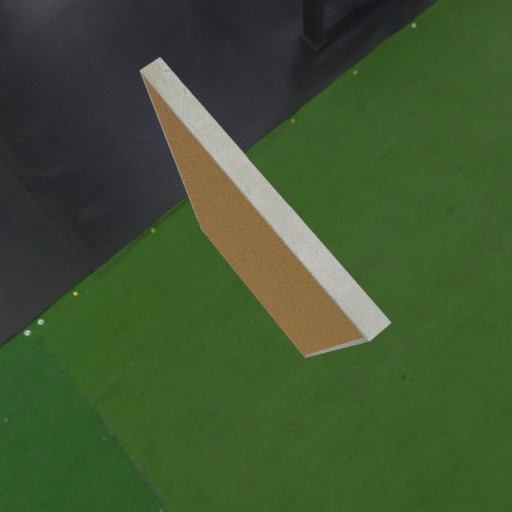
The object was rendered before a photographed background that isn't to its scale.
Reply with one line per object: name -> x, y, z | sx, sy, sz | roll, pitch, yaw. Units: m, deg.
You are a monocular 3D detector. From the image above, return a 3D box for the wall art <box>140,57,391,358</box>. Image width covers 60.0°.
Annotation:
wall art -> 0.000, 0.000, 0.983 | 0.038, 0.764, 0.508 | -38, 79, -9
